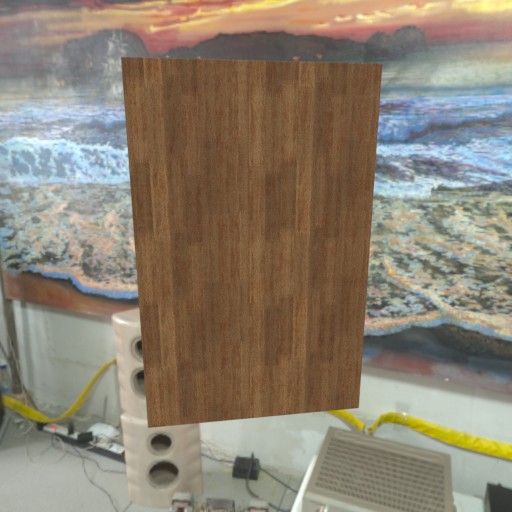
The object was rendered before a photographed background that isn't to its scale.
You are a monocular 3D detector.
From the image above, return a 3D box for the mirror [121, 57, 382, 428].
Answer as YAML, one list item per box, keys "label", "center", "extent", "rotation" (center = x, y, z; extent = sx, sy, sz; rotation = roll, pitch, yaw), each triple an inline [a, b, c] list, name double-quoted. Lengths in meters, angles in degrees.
- label: "mirror"
  center: [0.000, 0.000, 1.245]
  extent: [0.651, 1.010, 0.047]
  rotation: [-2, 15, -8]
